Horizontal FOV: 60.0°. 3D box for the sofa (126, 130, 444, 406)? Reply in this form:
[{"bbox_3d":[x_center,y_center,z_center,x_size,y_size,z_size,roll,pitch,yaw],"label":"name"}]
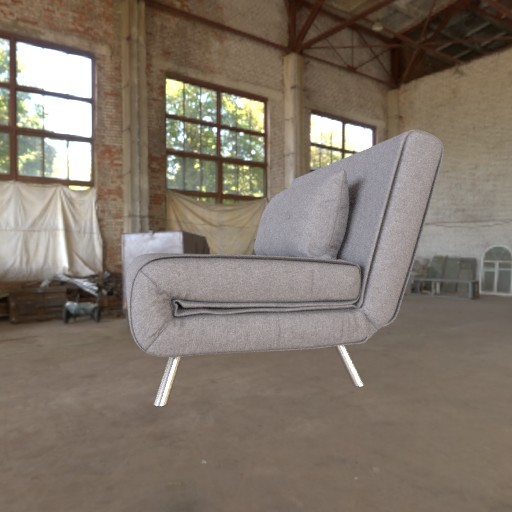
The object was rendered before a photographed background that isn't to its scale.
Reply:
[{"bbox_3d":[0.000,0.000,1.785,1.000,0.825,1.020,0,1,-17],"label":"sofa"}]
